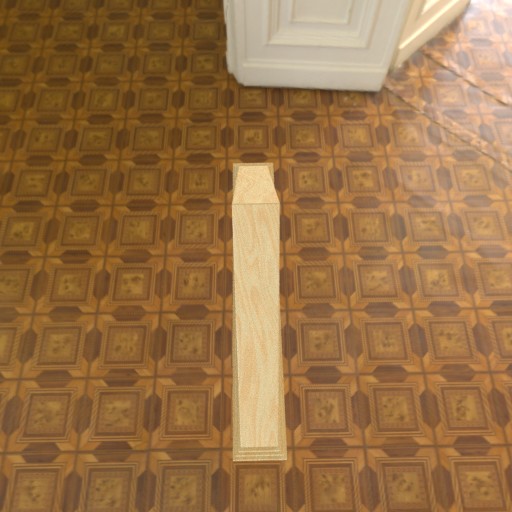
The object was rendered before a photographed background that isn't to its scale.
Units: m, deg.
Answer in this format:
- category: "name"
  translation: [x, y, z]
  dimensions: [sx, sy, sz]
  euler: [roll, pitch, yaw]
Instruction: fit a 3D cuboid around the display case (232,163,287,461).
- category: "display case"
  translation: [0.000, 0.000, 0.766]
  dimensions: [0.095, 0.340, 0.640]
  euler: [-1, 65, -1]
